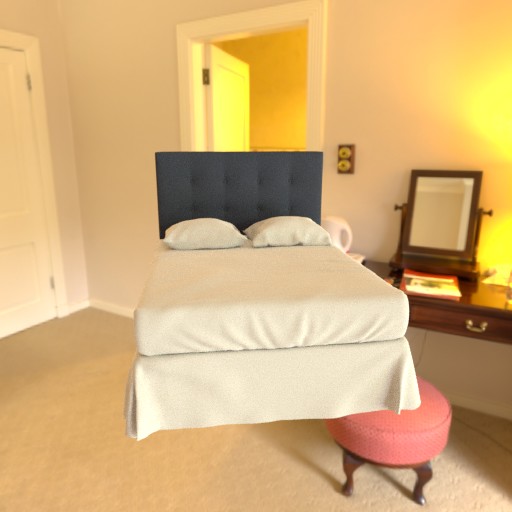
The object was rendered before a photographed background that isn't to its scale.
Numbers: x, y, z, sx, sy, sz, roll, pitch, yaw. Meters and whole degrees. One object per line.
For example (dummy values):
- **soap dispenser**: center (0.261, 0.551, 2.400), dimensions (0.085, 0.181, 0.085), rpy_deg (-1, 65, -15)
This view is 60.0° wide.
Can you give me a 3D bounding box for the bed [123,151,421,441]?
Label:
- **bed**: center (0.000, 0.000, 3.500), dimensions (1.936, 1.577, 2.222), rpy_deg (-2, 14, -8)
